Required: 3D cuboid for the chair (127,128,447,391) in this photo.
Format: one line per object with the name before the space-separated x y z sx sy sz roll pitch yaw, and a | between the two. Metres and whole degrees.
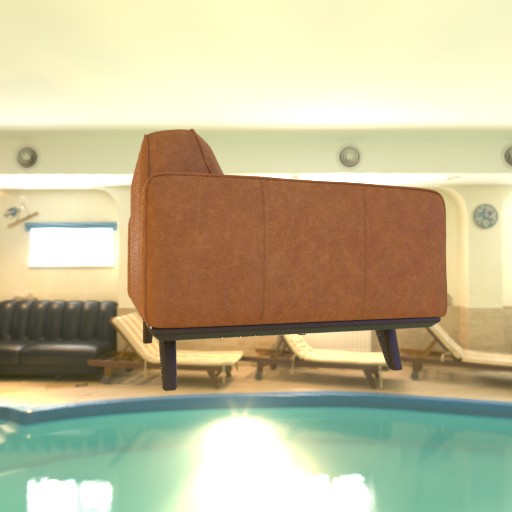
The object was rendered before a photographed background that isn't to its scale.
chair | 0.000 0.000 1.767 0.952 0.782 1.118 0 -1 -18
